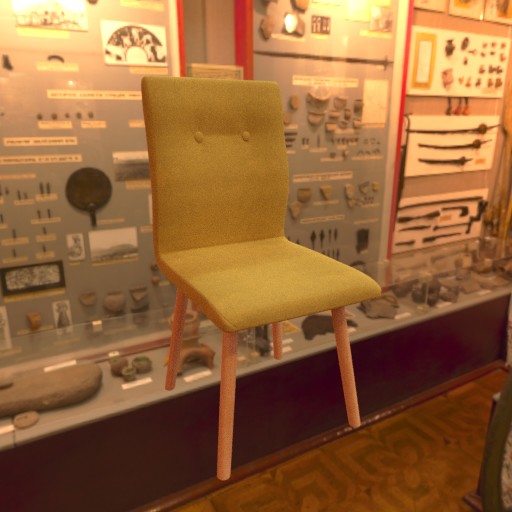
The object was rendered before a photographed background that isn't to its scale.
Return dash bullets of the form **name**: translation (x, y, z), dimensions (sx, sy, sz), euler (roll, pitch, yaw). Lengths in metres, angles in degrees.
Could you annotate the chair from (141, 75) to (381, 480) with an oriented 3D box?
- **chair**: translation (0.000, 0.000, 1.241), dimensions (0.450, 0.965, 0.550), euler (-9, 19, -27)
